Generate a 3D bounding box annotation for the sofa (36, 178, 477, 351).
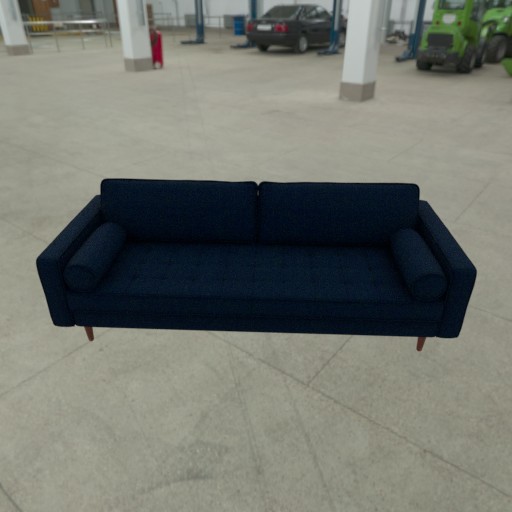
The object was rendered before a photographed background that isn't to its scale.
[{"bbox_3d":[0.000,0.000,2.657,2.210,0.762,0.914,1,30,2],"label":"sofa"}]
